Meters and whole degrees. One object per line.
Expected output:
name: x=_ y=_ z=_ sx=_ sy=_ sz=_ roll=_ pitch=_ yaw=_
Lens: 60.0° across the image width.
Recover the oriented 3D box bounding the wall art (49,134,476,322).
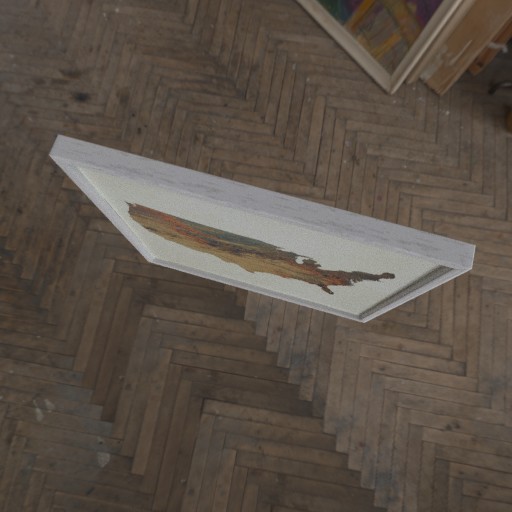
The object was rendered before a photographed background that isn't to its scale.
wall art: x=0.000 y=0.000 z=1.923 sx=1.287 sy=1.288 sz=0.078 roll=15 pitch=75 yaw=4
